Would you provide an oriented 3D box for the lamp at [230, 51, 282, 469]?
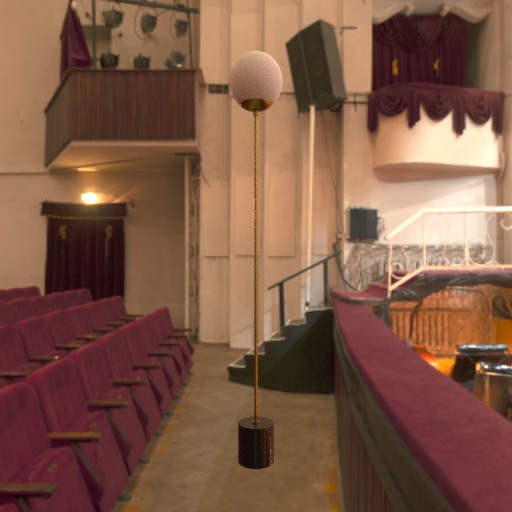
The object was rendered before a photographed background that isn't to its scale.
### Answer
[{"bbox_3d":[0.000,0.000,1.902,0.229,1.748,0.229,0,-1,-1],"label":"lamp"}]
